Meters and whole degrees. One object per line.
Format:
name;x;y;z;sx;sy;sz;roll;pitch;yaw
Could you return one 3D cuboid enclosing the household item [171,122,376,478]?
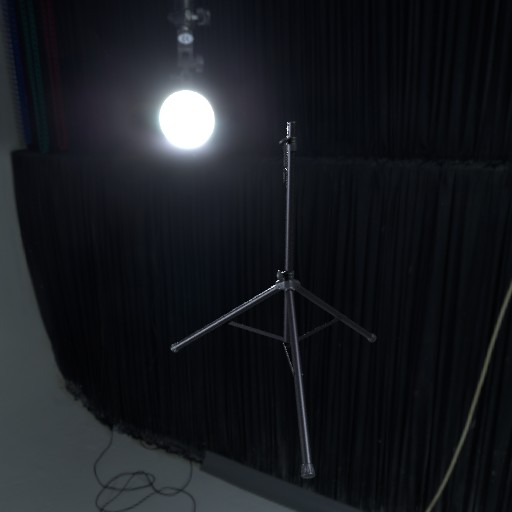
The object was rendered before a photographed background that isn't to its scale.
household item;0.000;0.000;2.763;1.339;1.595;1.596;7;17;25
